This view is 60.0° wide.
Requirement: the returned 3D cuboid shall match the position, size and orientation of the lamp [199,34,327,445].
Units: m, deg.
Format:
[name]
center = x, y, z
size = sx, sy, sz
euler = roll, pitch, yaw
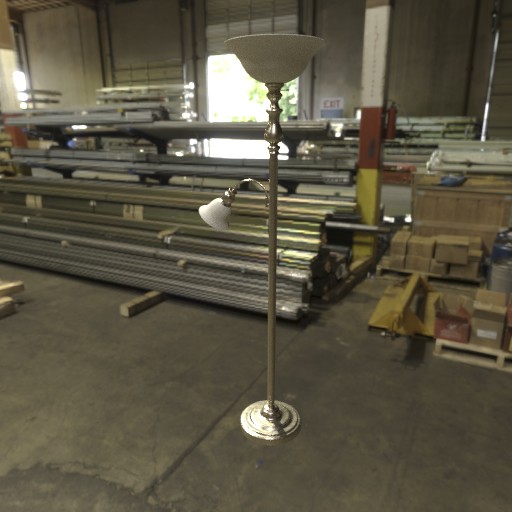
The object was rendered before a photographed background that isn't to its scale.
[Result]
[lamp]
center = 0.000, 0.000, 2.056
size = 0.575, 1.785, 0.405
euler = 8, 19, 26
